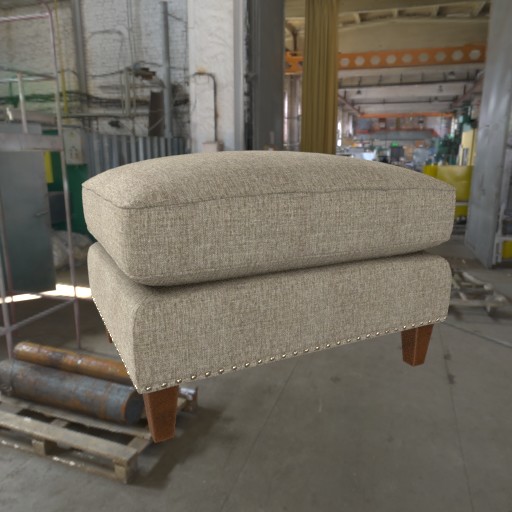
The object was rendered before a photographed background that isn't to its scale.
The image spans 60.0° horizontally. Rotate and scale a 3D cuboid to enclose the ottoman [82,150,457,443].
[{"bbox_3d":[0.000,0.000,1.108,0.741,0.513,0.584,-7,15,-26],"label":"ottoman"}]
